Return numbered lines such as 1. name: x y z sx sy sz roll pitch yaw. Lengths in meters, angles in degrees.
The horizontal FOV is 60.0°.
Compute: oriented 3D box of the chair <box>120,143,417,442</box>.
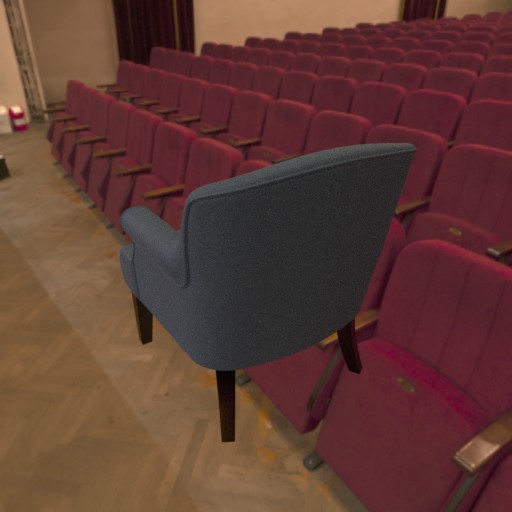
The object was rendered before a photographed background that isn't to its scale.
1. chair: 0.000 0.000 1.478 0.770 0.878 0.754 -18 34 -28
